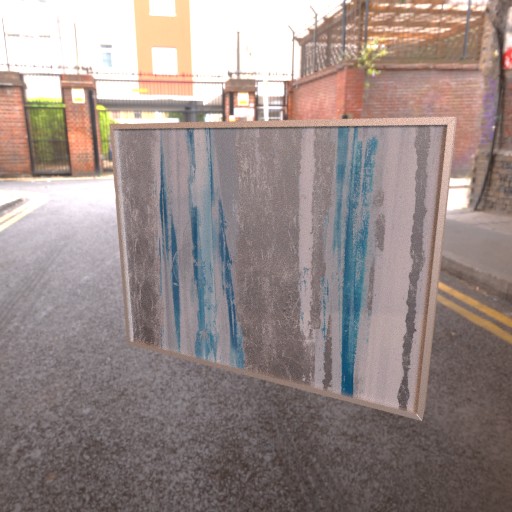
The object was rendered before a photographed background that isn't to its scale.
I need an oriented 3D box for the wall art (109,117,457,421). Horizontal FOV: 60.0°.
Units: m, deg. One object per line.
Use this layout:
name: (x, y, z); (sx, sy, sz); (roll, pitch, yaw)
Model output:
wall art: (0.000, 0.000, 1.377); (1.056, 0.801, 0.066); (7, 16, 26)
